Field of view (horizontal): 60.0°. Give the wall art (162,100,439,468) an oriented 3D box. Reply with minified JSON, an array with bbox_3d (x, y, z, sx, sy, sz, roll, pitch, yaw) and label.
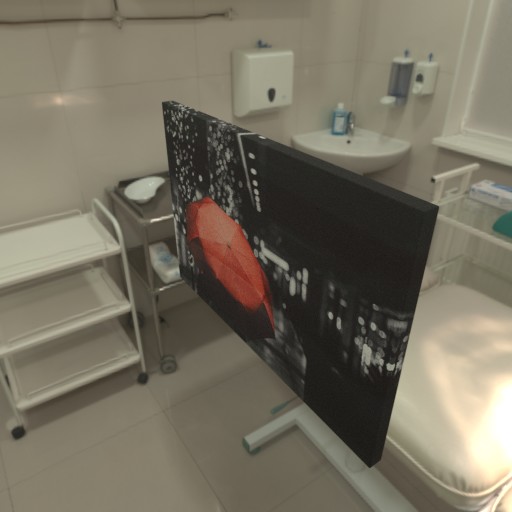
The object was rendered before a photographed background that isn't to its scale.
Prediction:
[{"bbox_3d":[0.000,0.000,1.132,0.038,0.609,0.914,-19,36,-29],"label":"wall art"}]
